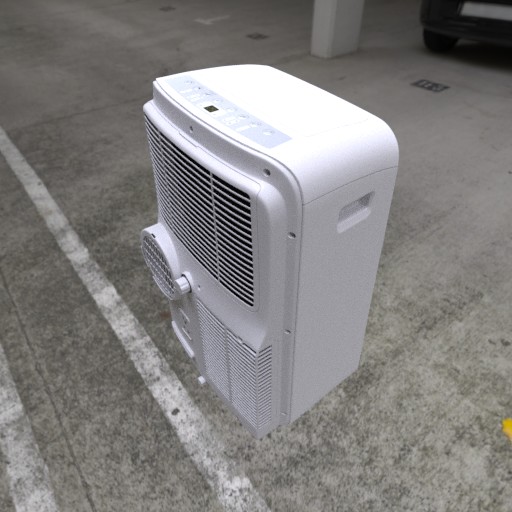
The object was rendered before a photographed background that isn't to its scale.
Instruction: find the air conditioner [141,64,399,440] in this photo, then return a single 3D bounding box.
[{"bbox_3d":[0.000,0.000,0.952,0.365,0.700,0.454,-26,48,-26],"label":"air conditioner"}]
